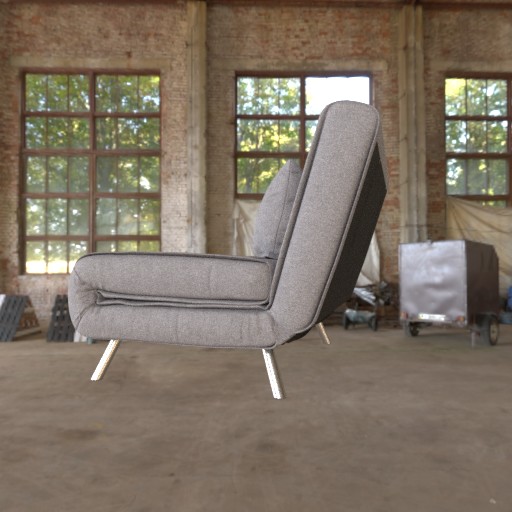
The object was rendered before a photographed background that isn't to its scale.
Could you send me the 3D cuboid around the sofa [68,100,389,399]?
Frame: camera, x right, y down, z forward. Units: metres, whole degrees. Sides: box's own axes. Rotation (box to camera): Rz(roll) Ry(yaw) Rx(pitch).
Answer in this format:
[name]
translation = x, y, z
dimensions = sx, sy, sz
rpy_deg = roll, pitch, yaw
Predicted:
[sofa]
translation = 0.000, 0.000, 1.767
dimensions = 1.000, 0.825, 1.020
rpy_deg = 0, -1, 18
